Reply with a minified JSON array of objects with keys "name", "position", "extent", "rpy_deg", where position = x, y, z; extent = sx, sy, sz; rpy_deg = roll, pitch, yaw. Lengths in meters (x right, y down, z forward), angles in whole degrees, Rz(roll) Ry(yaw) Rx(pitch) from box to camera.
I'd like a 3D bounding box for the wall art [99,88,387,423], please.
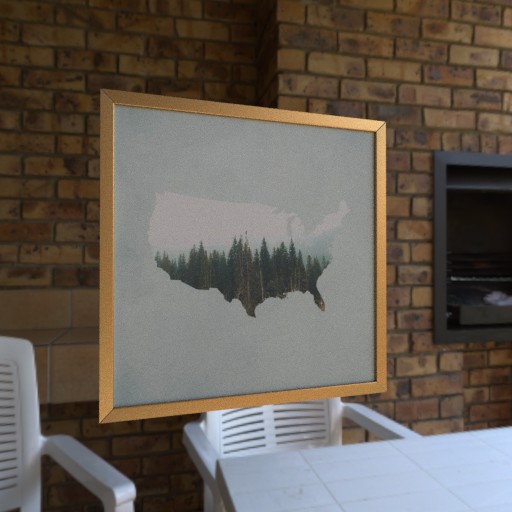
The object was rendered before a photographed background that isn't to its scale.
[{"name":"wall art","position":[0.000,0.000,1.147],"extent":[0.762,0.762,0.038],"rpy_deg":[0,-1,-19]}]
